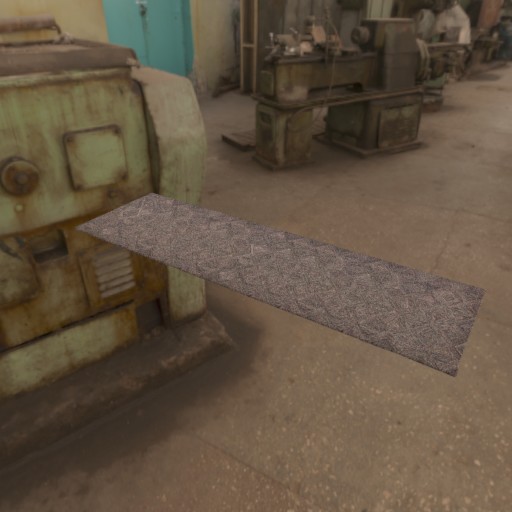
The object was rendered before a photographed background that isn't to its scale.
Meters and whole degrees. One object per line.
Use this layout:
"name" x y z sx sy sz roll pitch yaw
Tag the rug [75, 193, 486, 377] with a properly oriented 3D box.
"rug" 0.000 0.000 2.497 2.296 0.011 0.691 18 35 28
